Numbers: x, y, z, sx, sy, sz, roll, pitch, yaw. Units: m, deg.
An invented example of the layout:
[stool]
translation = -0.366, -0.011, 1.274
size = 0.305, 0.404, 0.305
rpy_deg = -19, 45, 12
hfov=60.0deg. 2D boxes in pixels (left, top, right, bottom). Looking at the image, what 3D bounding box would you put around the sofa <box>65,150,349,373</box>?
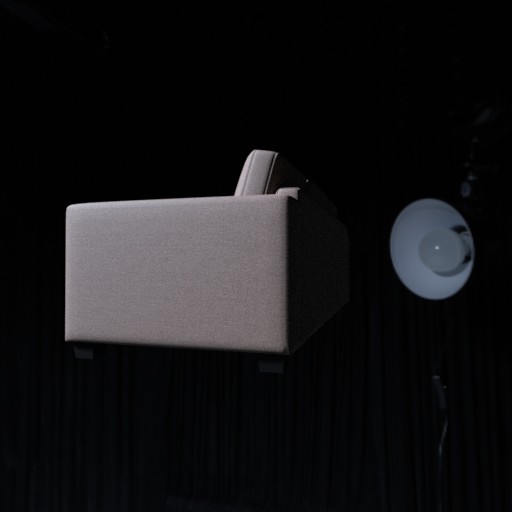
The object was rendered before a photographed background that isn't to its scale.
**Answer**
[sofa]
translation = 0.000, 0.000, 2.592
size = 0.900, 0.806, 2.160
rpy_deg = 0, -1, 17
